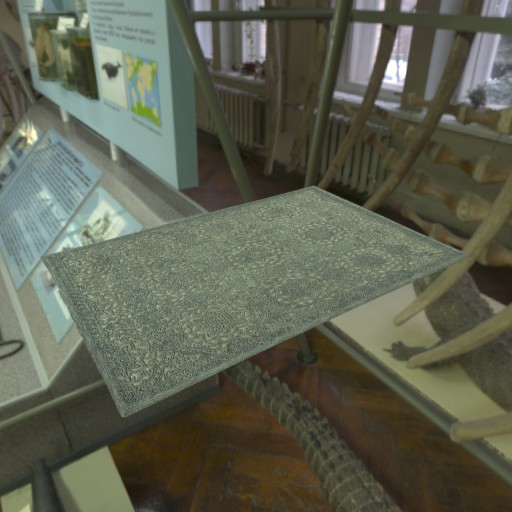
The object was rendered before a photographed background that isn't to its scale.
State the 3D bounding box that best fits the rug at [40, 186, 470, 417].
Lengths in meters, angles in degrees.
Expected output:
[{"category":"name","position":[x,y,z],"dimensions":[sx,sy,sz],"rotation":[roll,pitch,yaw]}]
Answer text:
[{"category":"rug","position":[0.000,0.000,2.257],"dimensions":[1.830,0.016,1.224],"rotation":[-18,34,-29]}]
